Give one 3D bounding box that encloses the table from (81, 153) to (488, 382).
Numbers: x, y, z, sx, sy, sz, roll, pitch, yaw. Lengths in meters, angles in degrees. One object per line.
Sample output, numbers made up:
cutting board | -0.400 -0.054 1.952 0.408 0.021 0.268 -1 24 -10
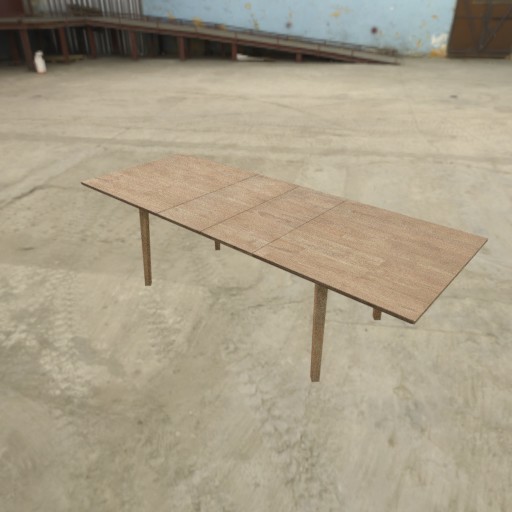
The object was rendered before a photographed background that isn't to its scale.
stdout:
table | 0.000 0.000 3.098 2.603 0.752 1.000 23 36 35
